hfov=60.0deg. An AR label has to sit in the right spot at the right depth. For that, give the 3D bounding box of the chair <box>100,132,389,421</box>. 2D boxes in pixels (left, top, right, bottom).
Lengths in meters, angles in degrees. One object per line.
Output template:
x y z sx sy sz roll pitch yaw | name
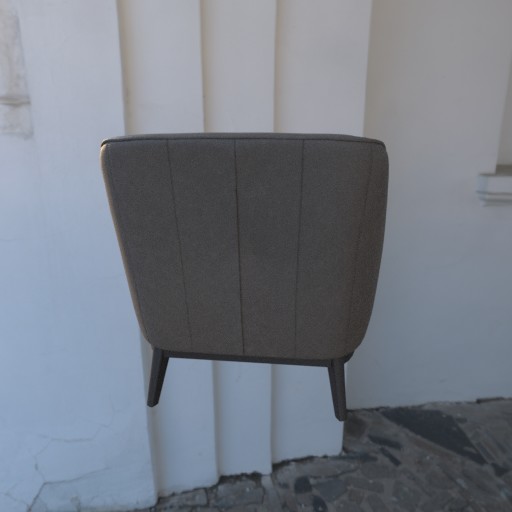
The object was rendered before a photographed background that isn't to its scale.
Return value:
0.000 0.000 1.544 0.871 0.830 0.852 2 16 7 | chair
